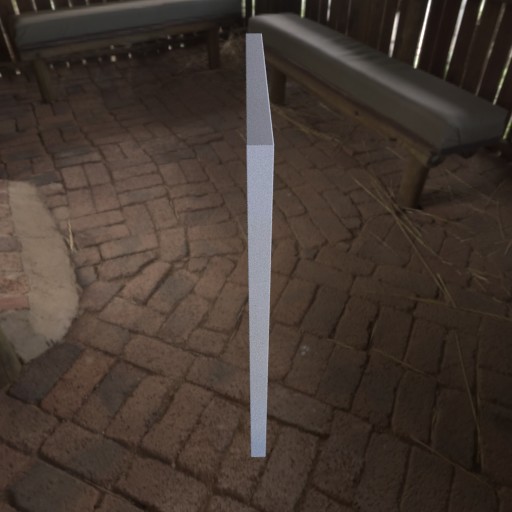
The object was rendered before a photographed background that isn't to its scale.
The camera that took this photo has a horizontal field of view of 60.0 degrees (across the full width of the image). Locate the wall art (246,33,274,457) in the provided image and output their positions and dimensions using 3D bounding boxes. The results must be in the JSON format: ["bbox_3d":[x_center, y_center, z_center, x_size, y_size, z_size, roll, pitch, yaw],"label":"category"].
[{"bbox_3d":[0.000,0.000,1.148,0.039,0.915,0.612,-1,40,-1],"label":"wall art"}]
